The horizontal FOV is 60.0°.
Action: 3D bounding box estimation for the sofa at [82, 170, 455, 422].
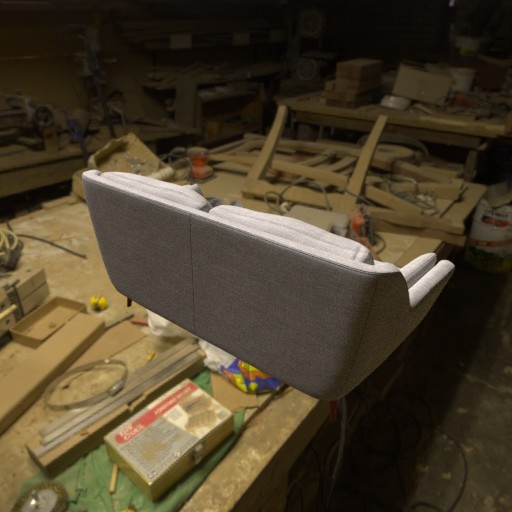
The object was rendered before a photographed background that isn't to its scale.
[{"bbox_3d":[0.000,0.000,2.517,1.930,0.897,0.976,20,35,32],"label":"sofa"}]
